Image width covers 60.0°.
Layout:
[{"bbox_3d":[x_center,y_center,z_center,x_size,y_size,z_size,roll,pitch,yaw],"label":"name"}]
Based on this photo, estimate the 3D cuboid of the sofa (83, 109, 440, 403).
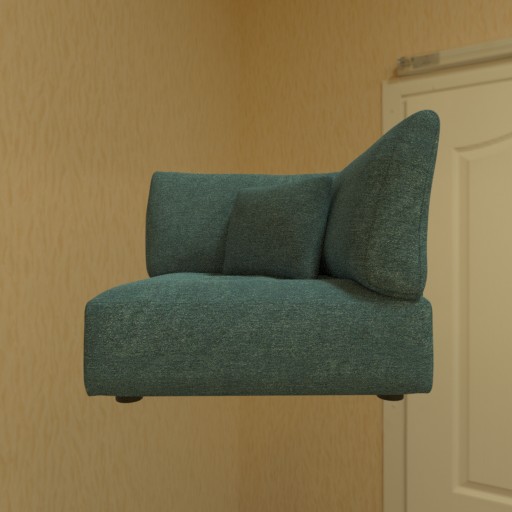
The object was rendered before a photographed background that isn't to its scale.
[{"bbox_3d":[0.000,0.000,1.683,1.000,0.820,1.000,0,0,-1],"label":"sofa"}]
